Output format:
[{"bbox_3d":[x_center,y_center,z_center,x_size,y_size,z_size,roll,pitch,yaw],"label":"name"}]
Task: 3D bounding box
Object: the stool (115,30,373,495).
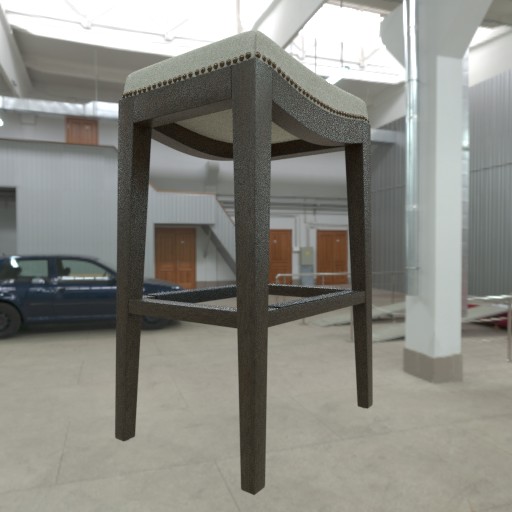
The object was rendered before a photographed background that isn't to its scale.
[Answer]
[{"bbox_3d":[0.000,0.000,1.002,0.358,0.759,0.498,1,1,36],"label":"stool"}]
